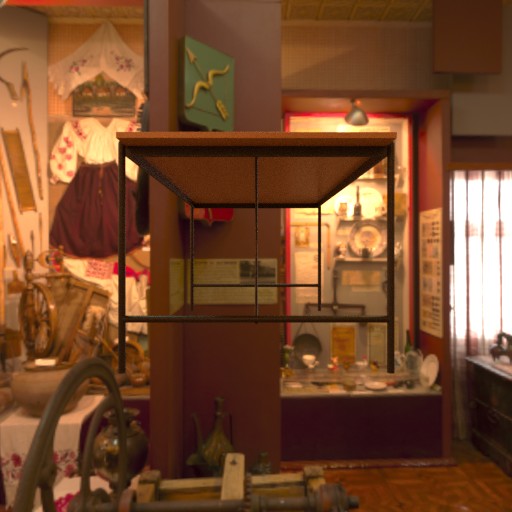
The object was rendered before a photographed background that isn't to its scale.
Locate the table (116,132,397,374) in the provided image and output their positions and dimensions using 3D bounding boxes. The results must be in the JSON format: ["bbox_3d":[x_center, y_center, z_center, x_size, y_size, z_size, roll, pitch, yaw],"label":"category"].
[{"bbox_3d":[0.000,0.000,2.246,0.900,0.758,1.800,0,0,0],"label":"table"}]
